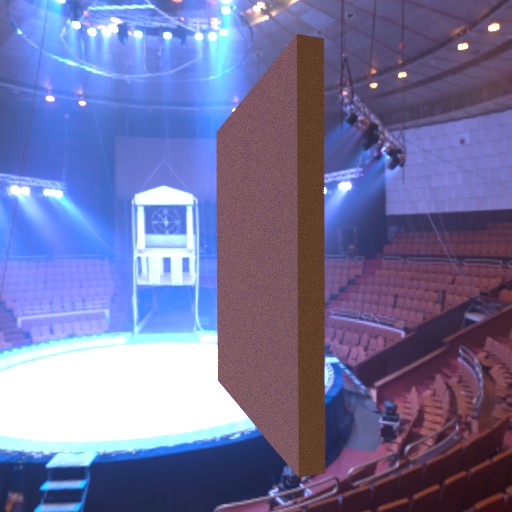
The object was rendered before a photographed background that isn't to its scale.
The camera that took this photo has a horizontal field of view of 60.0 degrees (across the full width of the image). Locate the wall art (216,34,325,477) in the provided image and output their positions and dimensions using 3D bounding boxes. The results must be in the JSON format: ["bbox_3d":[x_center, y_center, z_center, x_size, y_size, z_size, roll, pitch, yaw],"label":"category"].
[{"bbox_3d":[0.000,0.000,0.772,0.039,0.553,0.451,0,0,-18],"label":"wall art"}]
